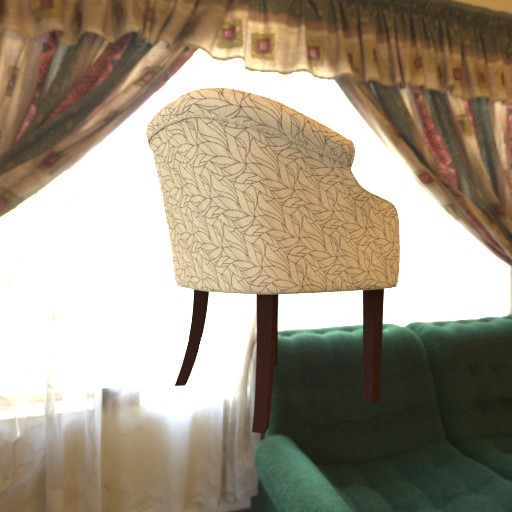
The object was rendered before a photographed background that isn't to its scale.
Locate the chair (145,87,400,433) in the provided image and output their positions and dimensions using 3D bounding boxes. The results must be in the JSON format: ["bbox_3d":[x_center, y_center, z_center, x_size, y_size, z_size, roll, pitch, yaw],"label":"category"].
[{"bbox_3d":[0.000,0.000,1.364,0.613,0.858,0.686,-1,1,-35],"label":"chair"}]
